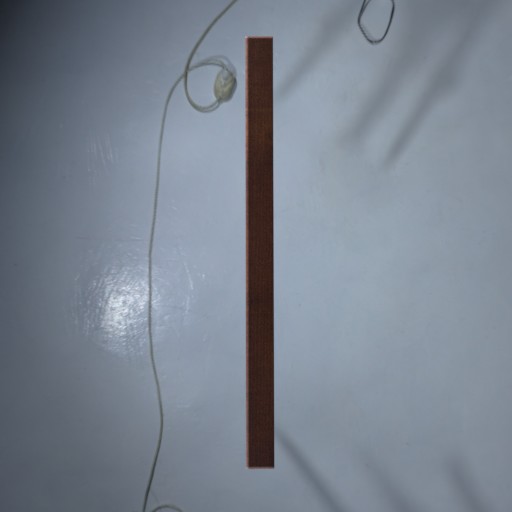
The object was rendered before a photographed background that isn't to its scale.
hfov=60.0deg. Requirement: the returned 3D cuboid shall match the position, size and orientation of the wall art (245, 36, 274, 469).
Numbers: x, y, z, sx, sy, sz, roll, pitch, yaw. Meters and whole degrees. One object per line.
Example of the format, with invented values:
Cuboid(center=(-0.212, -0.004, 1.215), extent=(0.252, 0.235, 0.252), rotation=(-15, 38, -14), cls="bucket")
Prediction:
Cuboid(center=(0.000, 0.000, 0.853), extent=(0.037, 0.572, 0.554), rotation=(0, 88, -1), cls="wall art")
